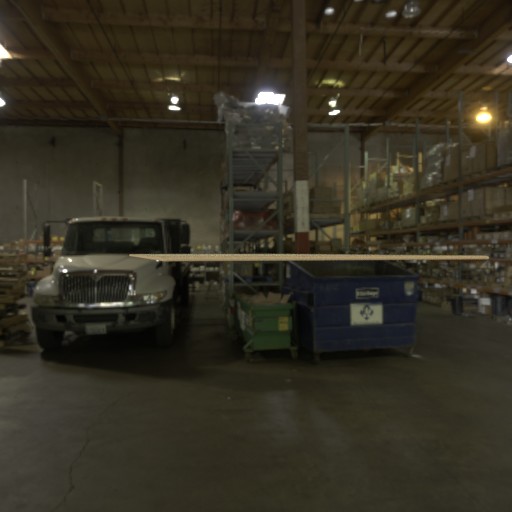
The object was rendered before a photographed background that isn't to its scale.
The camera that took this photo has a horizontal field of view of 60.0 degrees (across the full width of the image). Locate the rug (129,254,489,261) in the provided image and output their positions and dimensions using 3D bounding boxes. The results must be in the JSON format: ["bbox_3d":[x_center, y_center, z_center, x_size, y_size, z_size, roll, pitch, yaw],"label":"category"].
[{"bbox_3d":[0.000,0.000,2.069,1.062,0.013,1.667,0,0,-19],"label":"rug"}]
